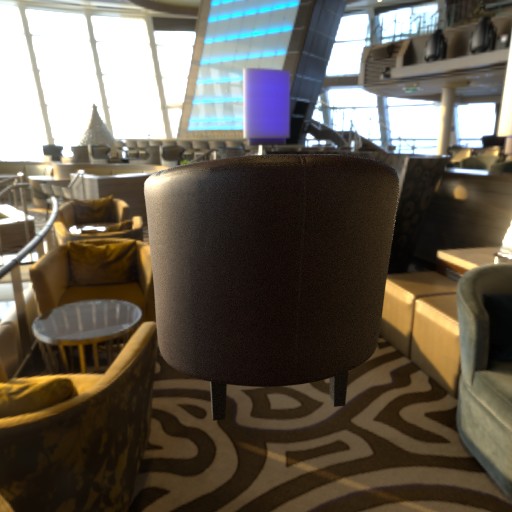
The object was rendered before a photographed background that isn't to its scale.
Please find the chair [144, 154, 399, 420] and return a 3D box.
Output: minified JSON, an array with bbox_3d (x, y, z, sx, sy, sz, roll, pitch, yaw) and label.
[{"bbox_3d":[0.000,0.000,1.614,0.737,0.755,1.176,-3,15,-10],"label":"chair"}]
